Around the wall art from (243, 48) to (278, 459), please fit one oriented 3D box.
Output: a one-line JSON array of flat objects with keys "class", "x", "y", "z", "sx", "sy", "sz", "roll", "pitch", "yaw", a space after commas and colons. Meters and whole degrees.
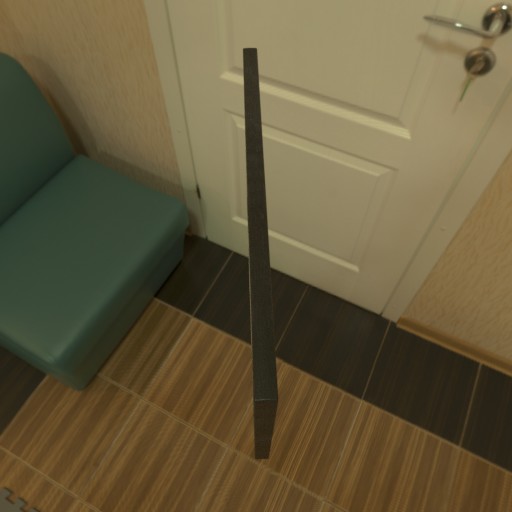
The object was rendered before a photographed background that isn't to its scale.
[{"class": "wall art", "x": 0.000, "y": 0.000, "z": 1.180, "sx": 0.038, "sy": 0.612, "sz": 0.912, "roll": -2, "pitch": 58, "yaw": -1}]
